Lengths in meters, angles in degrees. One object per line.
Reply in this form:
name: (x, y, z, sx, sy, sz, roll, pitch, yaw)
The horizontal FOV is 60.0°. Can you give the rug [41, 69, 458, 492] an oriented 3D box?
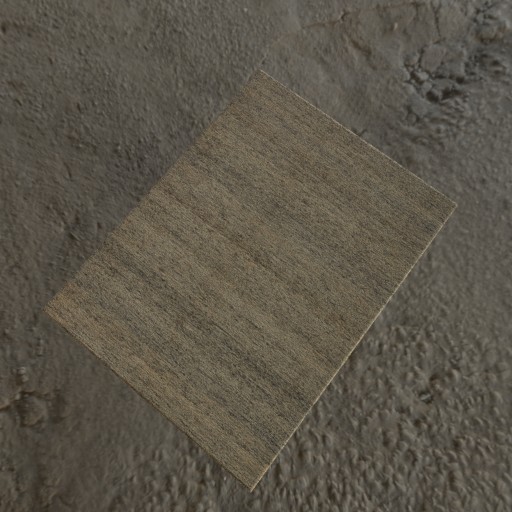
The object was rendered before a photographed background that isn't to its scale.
rug: (0.000, 0.000, 4.129, 2.414, 0.036, 3.199, 37, 79, 9)
